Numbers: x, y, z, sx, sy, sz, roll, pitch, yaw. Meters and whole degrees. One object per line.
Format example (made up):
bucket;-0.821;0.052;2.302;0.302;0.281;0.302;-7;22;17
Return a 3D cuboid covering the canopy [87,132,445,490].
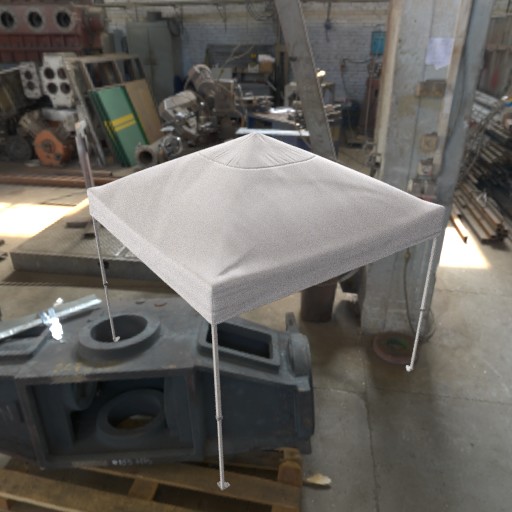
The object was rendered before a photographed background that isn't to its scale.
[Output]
canopy;0.000;0.000;5.458;2.998;2.997;2.996;-18;31;-32
